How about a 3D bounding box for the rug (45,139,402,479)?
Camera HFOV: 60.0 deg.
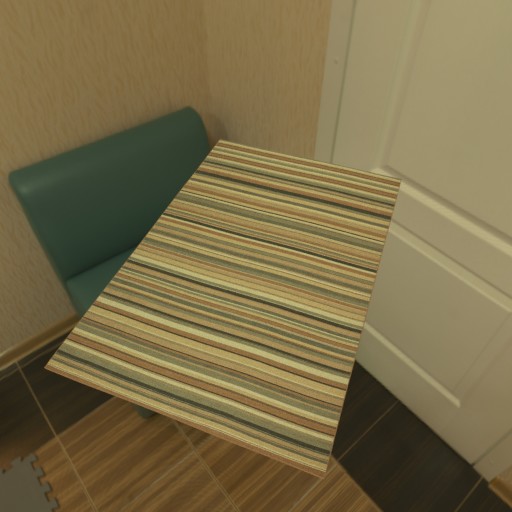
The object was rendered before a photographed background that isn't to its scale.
[{"bbox_3d":[0.000,0.000,2.294,1.219,0.008,1.829,16,50,14],"label":"rug"}]
